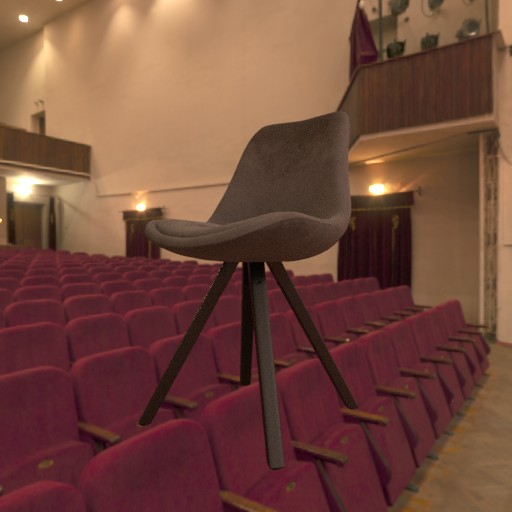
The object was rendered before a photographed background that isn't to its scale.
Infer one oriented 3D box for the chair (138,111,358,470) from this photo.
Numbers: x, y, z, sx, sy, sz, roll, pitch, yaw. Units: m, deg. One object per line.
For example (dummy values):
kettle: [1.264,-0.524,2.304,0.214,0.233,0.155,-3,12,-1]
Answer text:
chair: [0.000,0.000,1.178,0.476,0.850,0.550,0,1,35]
